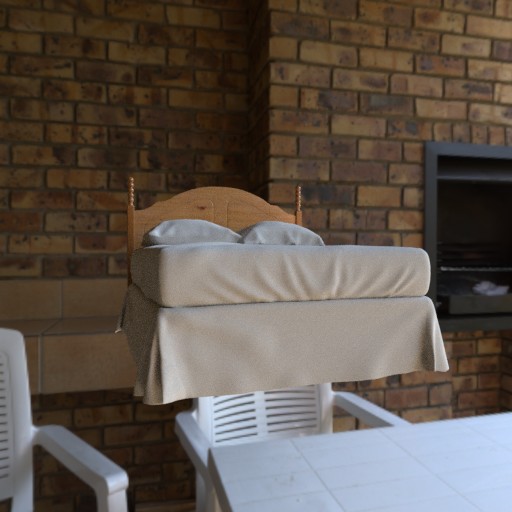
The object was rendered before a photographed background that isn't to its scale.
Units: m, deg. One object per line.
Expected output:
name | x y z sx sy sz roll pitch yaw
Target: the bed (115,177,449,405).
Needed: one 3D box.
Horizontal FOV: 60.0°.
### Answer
bed | 0.000 0.000 3.198 1.873 1.356 2.040 0 1 -20
